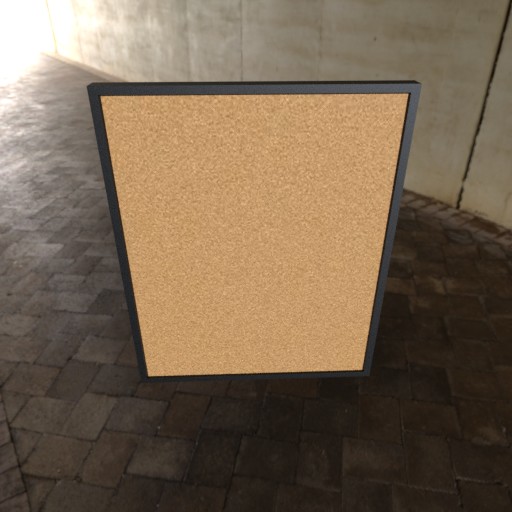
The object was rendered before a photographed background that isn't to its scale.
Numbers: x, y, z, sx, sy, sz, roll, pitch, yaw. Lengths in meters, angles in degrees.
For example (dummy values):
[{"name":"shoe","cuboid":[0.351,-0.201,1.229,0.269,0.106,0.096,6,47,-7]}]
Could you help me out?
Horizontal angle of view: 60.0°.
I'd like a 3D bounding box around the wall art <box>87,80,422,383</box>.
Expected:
[{"name":"wall art","cuboid":[0.000,0.000,0.758,0.457,0.559,0.029,-1,31,-2]}]
